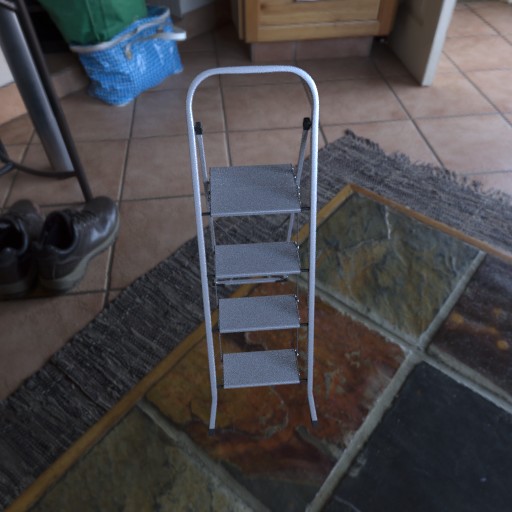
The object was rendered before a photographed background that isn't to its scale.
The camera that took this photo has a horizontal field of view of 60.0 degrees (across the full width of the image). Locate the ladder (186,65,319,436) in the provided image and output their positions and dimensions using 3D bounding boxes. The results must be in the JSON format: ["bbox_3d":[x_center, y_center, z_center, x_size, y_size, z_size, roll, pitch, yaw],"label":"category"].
[{"bbox_3d":[0.000,0.000,1.677,0.465,1.290,0.830,-3,47,-3],"label":"ladder"}]
